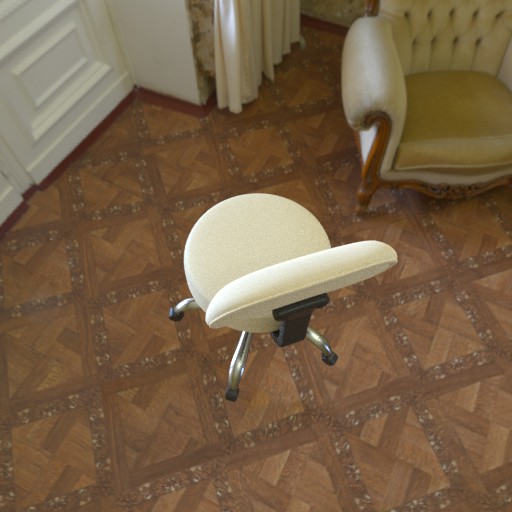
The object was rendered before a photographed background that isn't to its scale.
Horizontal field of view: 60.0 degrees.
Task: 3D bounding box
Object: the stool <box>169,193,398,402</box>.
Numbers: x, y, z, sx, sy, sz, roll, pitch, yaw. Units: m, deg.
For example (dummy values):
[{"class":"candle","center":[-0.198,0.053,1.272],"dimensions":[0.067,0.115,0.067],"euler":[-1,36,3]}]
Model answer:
[{"class":"stool","center":[0.000,0.000,1.265],"dimensions":[0.609,0.810,0.616],"euler":[-17,61,-10]}]
